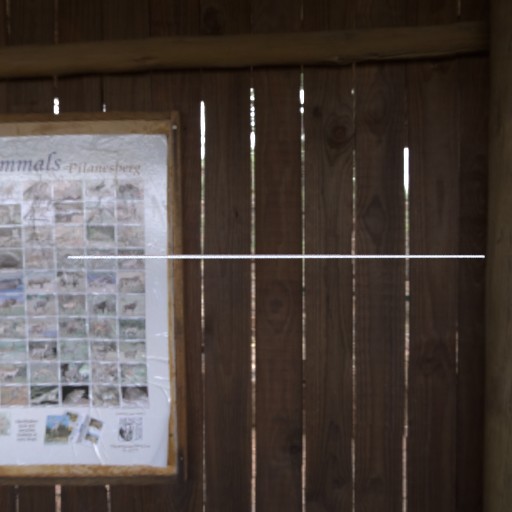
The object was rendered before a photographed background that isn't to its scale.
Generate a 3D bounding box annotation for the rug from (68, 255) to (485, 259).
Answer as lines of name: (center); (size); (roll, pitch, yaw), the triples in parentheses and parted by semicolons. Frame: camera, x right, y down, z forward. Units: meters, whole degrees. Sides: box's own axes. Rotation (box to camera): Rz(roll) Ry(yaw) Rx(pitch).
rug: (0.000, 0.000, 4.279); (3.123, 0.017, 2.447); (0, 0, -17)
